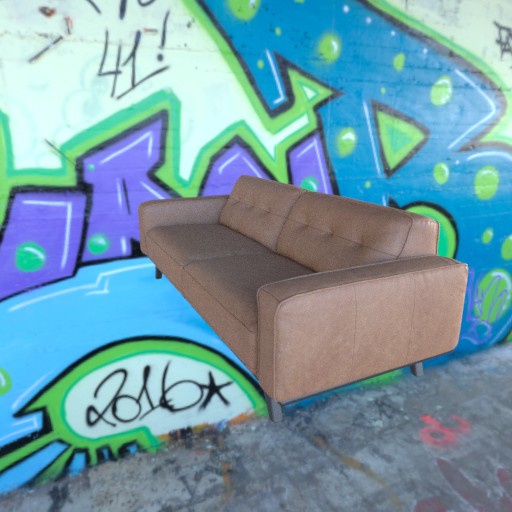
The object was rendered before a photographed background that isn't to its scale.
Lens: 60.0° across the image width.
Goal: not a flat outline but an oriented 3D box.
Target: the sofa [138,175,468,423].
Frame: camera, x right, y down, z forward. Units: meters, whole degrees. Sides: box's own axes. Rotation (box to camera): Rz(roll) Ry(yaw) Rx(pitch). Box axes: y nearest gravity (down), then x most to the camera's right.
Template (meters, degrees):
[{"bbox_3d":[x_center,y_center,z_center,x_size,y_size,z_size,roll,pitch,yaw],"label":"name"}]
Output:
[{"bbox_3d":[0.000,0.000,2.686,0.953,0.780,2.270,-8,18,-25],"label":"sofa"}]
